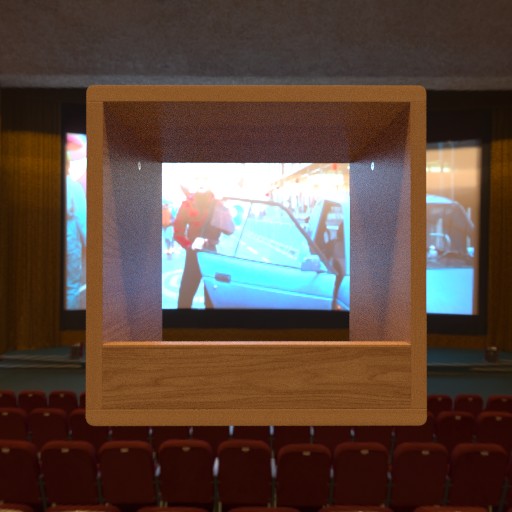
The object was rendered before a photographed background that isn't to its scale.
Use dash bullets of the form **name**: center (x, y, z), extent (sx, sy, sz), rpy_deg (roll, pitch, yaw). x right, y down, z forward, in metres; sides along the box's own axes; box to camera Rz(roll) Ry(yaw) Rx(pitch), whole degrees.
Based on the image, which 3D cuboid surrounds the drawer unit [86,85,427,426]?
- **drawer unit**: center (0.000, 0.000, 0.593), extent (0.344, 0.344, 0.290), rpy_deg (0, 0, 0)
